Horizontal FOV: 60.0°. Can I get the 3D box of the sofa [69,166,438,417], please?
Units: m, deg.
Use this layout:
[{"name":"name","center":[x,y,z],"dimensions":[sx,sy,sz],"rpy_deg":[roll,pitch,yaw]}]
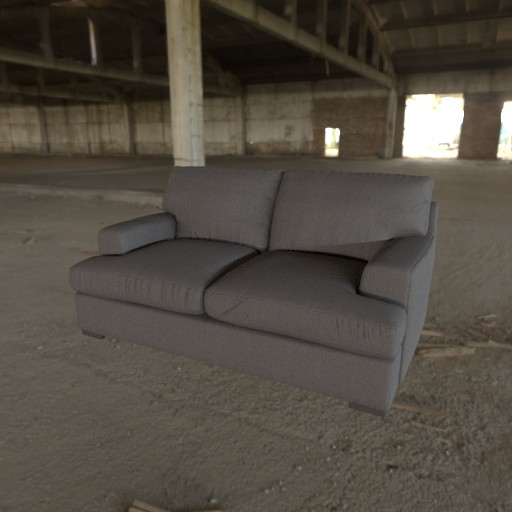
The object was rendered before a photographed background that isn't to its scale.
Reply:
[{"name":"sofa","center":[0.000,0.000,2.563],"dimensions":[1.880,0.940,1.143],"rpy_deg":[8,17,26]}]
